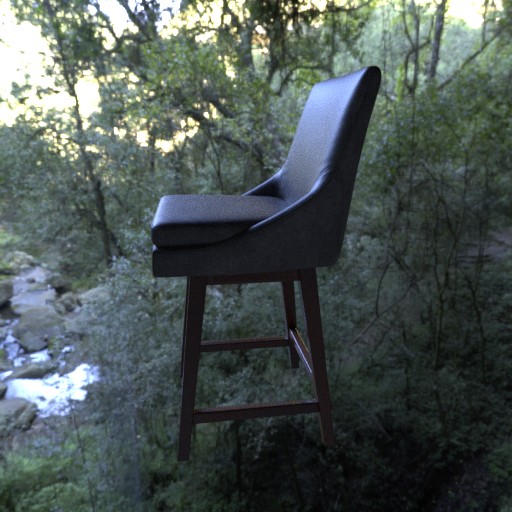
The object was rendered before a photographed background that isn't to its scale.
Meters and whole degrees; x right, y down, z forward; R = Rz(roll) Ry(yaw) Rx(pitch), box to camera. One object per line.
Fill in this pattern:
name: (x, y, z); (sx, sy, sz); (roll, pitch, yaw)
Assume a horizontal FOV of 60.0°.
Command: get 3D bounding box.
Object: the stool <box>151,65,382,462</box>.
stool: (0.000, 0.000, 1.359); (0.587, 1.046, 0.492); (-2, 17, -8)
